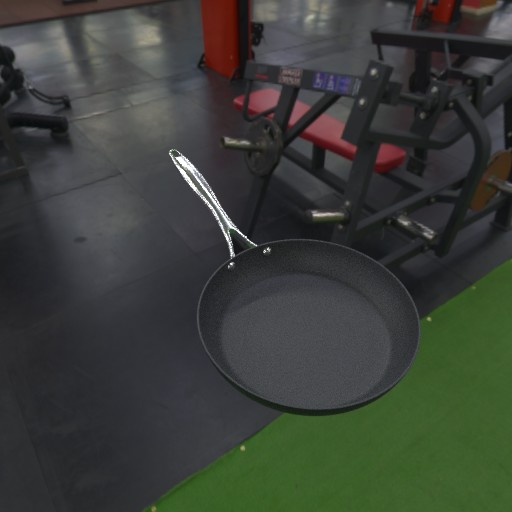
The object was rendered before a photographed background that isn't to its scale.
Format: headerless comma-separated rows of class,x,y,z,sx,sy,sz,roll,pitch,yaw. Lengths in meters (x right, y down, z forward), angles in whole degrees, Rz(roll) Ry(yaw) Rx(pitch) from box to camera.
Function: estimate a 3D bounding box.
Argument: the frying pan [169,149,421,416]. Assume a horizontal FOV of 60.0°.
frying pan,0.000,0.000,0.583,0.255,0.105,0.472,-23,47,-24
